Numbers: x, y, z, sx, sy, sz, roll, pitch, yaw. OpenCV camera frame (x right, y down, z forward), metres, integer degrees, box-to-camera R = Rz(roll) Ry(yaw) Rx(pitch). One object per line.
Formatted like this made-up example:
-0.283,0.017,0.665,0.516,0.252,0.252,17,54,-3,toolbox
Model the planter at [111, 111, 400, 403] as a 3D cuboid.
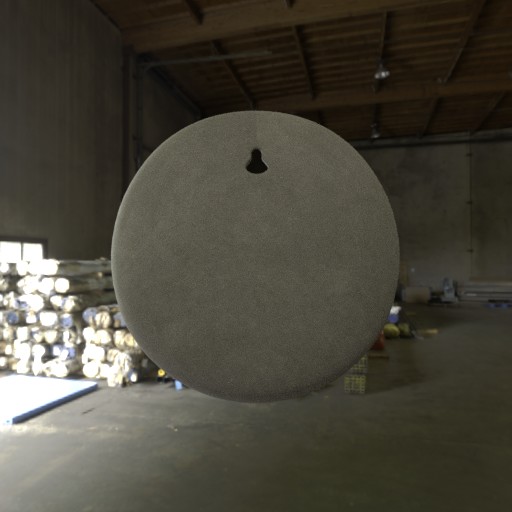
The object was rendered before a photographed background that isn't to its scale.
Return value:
0.000,0.000,0.286,0.185,0.188,0.071,0,-1,-1,planter
